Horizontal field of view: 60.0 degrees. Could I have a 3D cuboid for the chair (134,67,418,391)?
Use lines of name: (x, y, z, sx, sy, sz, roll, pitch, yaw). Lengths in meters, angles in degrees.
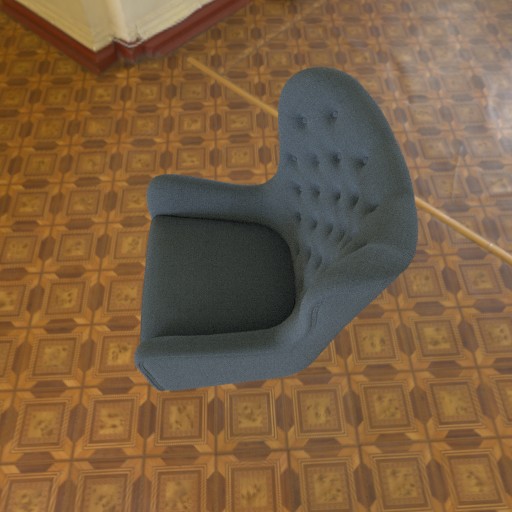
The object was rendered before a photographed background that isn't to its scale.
chair: (0.000, 0.000, 1.720, 0.930, 1.079, 0.831, -3, 59, -2)
